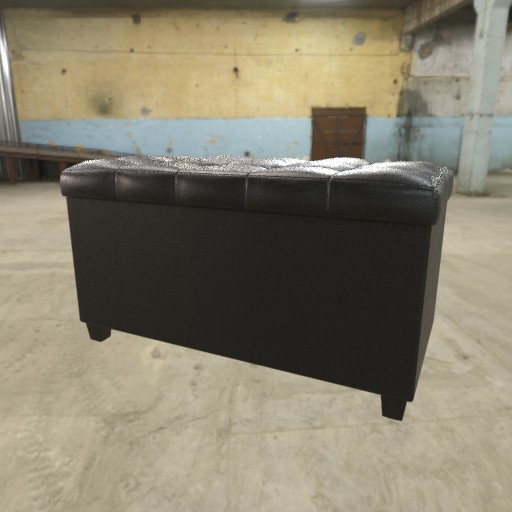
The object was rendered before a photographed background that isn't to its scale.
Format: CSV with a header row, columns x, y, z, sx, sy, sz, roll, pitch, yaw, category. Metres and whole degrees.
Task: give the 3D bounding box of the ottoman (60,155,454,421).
x,y,z,sx,sy,sz,roll,pitch,yaw,category
0.000,0.000,1.090,0.838,0.470,0.432,7,17,25,ottoman
